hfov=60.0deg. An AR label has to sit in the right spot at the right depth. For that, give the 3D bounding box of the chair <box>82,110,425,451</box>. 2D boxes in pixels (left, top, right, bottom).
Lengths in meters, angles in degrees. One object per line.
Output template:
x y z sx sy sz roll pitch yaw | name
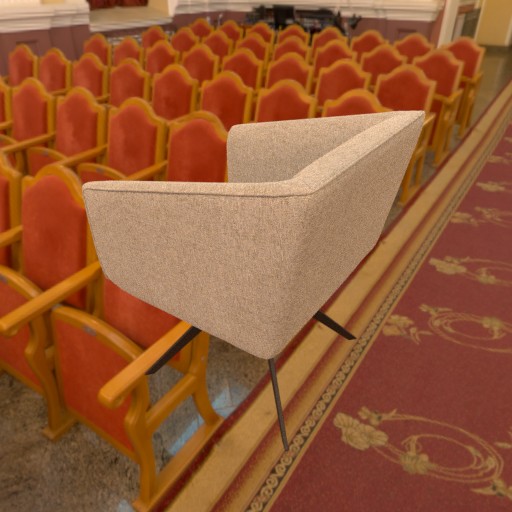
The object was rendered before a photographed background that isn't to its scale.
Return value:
0.000 0.000 1.235 0.623 0.760 0.628 20 37 28 | chair
